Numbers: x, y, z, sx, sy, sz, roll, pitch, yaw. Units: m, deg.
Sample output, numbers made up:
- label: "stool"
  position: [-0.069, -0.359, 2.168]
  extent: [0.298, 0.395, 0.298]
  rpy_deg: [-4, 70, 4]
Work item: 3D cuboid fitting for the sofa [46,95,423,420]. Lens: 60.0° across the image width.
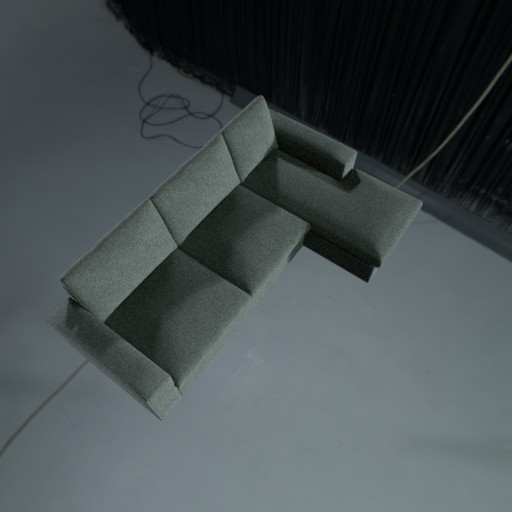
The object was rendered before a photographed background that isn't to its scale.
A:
- label: "sofa"
  position: [0.000, 0.000, 3.526]
  extent: [1.689, 0.940, 2.718]
  rpy_deg: [32, 63, 18]
